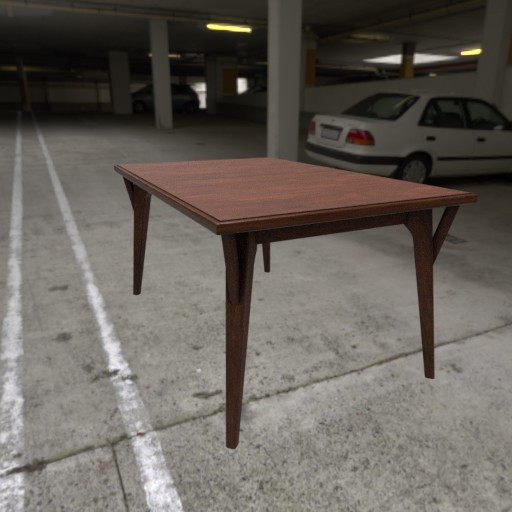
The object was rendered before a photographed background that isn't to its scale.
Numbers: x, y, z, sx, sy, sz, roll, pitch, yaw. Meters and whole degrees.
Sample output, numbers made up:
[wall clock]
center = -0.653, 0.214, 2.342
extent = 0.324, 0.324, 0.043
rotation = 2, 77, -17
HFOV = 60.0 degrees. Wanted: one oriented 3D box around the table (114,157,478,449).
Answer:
[table]
center = 0.000, 0.000, 2.115
extent = 0.990, 0.761, 1.524
rotation = -9, 20, -25
